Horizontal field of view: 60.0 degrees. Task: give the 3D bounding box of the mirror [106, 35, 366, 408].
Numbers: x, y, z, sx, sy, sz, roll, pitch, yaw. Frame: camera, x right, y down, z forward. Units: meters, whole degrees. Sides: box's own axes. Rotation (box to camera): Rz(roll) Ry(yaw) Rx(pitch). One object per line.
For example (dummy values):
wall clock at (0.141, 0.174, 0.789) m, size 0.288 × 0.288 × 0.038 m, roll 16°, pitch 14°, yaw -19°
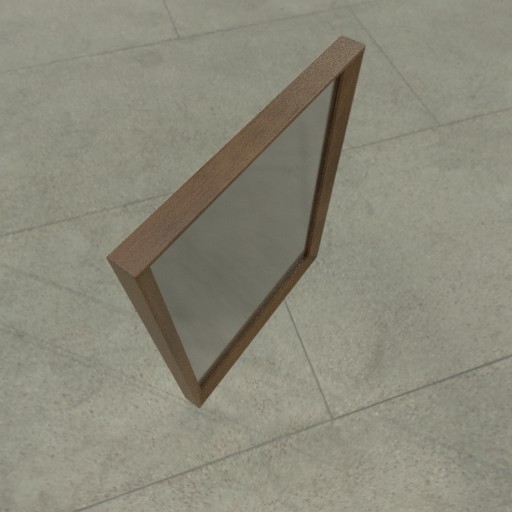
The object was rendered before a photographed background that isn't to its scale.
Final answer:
mirror at (0.000, 0.000, 0.688) m, size 0.041 × 0.509 × 0.406 m, roll 32°, pitch 64°, yaw 18°
